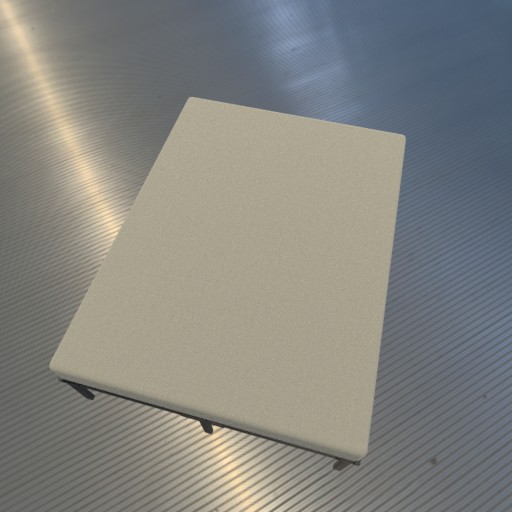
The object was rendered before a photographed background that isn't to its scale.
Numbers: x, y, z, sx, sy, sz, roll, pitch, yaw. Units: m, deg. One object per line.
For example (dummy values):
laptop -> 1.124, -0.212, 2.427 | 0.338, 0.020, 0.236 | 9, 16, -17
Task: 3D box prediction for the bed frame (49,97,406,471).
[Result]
bed frame -> 0.000, 0.000, 3.517 | 1.990, 0.680, 2.635 | 13, 59, 8
